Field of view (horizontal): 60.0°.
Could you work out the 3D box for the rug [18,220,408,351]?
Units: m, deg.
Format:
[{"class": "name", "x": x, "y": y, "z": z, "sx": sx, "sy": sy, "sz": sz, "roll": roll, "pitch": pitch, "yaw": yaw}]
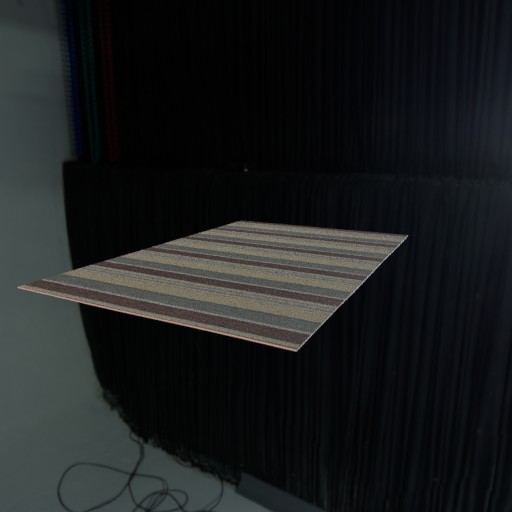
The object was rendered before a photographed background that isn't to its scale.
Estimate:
[{"class": "rug", "x": 0.000, "y": 0.000, "z": 2.295, "sx": 1.219, "sy": 0.008, "sz": 1.829, "roll": 7, "pitch": 16, "yaw": 27}]
